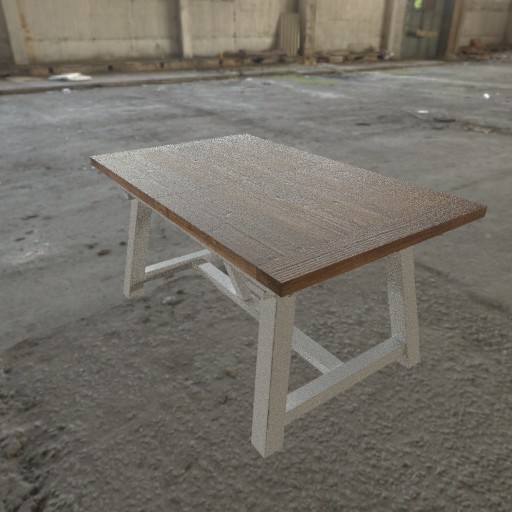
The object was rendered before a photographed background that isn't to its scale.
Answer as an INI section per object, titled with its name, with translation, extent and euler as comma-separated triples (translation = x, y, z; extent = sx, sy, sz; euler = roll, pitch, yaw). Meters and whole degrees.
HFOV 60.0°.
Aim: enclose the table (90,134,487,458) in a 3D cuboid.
[table]
translation = 0.000, 0.000, 2.028
extent = 0.922, 0.743, 1.503
euler = -18, 32, -31
